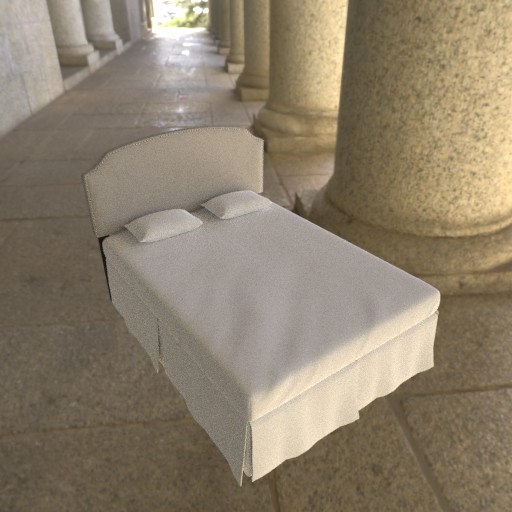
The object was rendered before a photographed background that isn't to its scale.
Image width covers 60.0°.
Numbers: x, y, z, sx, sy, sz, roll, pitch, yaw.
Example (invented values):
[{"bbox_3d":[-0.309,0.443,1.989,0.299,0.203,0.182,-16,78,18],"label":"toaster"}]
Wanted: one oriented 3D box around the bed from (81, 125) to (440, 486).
[{"bbox_3d":[0.000,0.000,2.946,1.558,1.270,1.999,-20,36,-31],"label":"bed"}]
